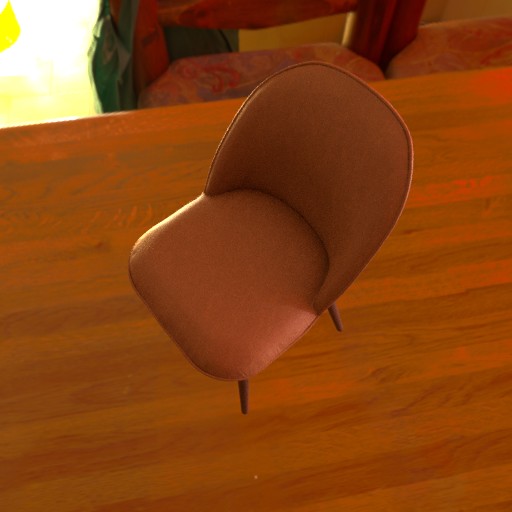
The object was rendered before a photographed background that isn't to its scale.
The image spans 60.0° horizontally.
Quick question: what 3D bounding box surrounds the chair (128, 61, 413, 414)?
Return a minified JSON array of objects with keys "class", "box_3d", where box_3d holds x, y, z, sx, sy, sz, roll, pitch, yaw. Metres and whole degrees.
[{"class":"chair","box_3d":[0.000,0.000,1.222,0.631,0.831,0.521,-37,69,-17]}]
